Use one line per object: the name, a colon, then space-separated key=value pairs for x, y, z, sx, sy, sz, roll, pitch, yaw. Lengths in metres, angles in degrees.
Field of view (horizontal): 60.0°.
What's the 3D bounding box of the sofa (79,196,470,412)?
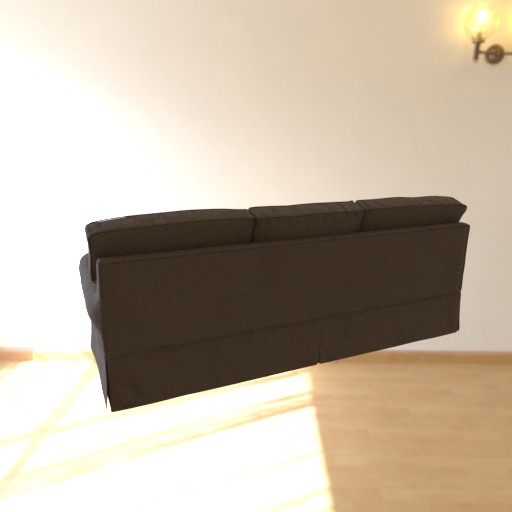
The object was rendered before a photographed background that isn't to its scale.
sofa: x=0.000 y=0.000 z=3.319 sx=2.475 sy=0.978 sz=1.733 roll=-6 pitch=16 yaw=-23
